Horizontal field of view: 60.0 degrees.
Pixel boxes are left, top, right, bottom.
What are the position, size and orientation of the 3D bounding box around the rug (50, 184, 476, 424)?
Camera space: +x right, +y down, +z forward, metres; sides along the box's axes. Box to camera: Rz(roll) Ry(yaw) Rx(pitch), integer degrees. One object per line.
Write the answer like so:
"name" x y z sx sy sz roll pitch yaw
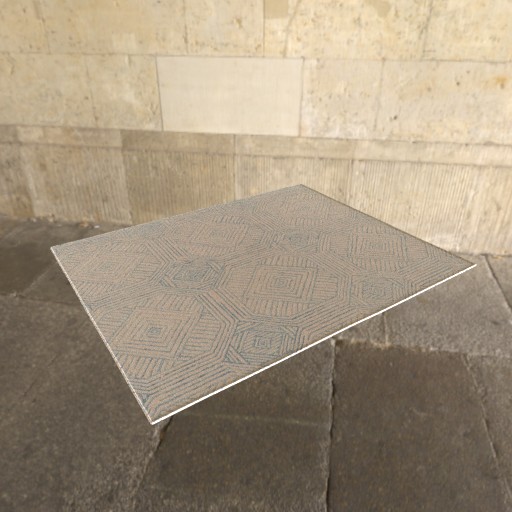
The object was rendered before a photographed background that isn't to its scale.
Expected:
"rug" 0.000 0.000 4.054 3.049 0.015 2.457 -18 34 -29
